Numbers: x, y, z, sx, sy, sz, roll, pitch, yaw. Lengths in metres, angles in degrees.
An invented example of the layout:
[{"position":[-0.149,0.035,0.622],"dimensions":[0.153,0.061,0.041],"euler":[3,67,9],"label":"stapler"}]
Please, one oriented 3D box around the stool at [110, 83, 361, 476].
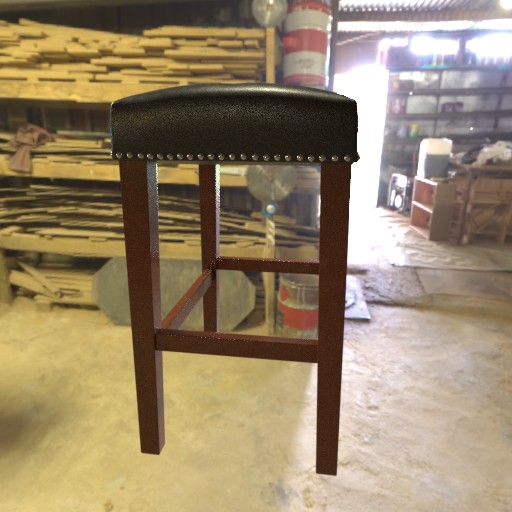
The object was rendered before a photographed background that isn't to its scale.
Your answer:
[{"position":[0.000,0.000,0.939],"dimensions":[0.372,0.654,0.504],"euler":[3,17,9],"label":"stool"}]
